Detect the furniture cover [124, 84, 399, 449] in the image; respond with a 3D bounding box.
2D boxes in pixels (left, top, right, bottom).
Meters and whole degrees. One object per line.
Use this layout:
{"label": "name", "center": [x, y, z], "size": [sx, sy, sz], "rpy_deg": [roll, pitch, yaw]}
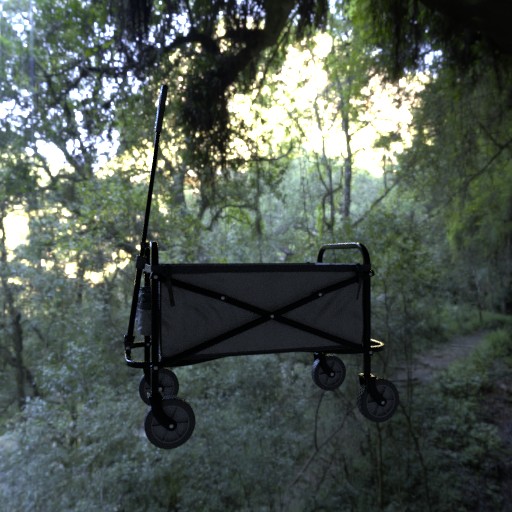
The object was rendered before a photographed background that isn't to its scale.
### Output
{"label": "furniture cover", "center": [0.000, 0.000, 1.815], "size": [1.038, 1.295, 0.532], "rpy_deg": [0, 0, -17]}
